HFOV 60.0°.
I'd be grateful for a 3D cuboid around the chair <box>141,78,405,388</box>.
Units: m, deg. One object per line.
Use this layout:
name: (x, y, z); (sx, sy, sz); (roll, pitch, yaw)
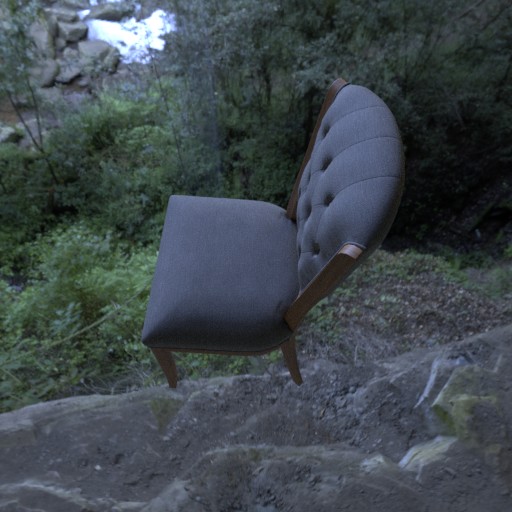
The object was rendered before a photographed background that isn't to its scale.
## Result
chair: (0.000, 0.000, 1.247); (0.584, 0.905, 0.513); (2, 58, 2)
